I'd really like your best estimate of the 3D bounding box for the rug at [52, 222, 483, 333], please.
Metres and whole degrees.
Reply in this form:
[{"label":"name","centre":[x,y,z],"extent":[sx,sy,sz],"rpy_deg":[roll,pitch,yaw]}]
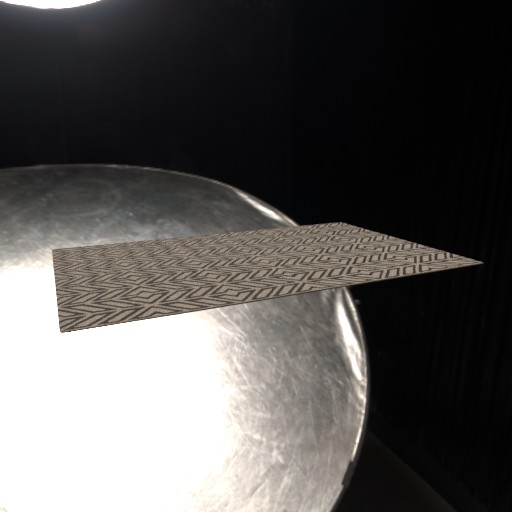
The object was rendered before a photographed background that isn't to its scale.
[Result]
[{"label":"rug","centre":[0.000,0.000,2.931],"extent":[2.438,0.008,1.523],"rpy_deg":[-7,16,-24]}]
